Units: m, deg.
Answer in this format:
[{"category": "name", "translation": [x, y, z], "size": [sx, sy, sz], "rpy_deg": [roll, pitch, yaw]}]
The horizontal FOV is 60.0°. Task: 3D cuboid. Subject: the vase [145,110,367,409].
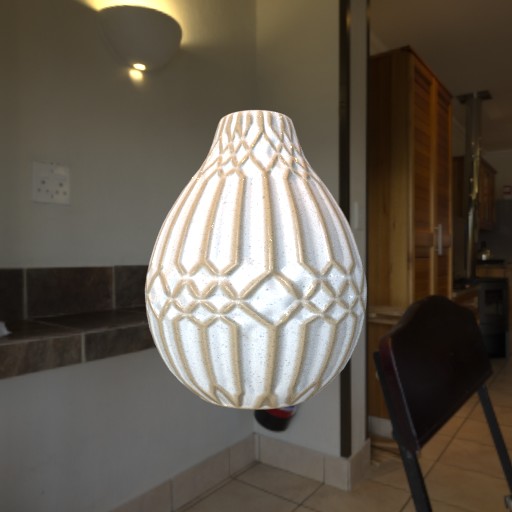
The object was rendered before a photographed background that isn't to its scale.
[{"category": "vase", "translation": [0.000, 0.000, 0.328], "size": [0.159, 0.200, 0.159], "rpy_deg": [0, 0, 0]}]
